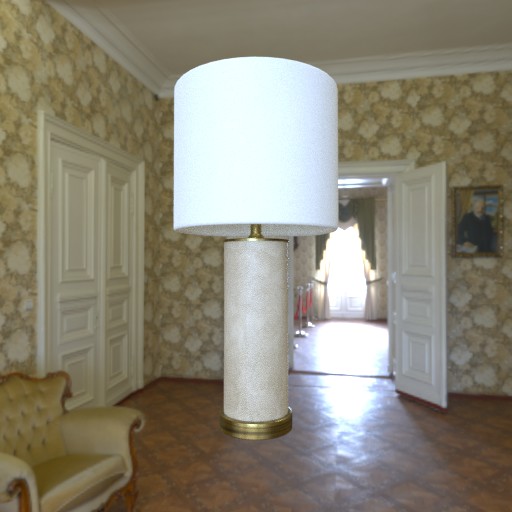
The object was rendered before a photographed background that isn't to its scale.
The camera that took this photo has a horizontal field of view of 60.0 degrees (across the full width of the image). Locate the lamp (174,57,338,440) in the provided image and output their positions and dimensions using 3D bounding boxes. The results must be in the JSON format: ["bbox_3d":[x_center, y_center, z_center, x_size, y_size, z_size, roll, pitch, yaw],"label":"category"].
[{"bbox_3d":[0.000,0.000,0.833,0.305,0.634,0.305,1,-2,-35],"label":"lamp"}]
